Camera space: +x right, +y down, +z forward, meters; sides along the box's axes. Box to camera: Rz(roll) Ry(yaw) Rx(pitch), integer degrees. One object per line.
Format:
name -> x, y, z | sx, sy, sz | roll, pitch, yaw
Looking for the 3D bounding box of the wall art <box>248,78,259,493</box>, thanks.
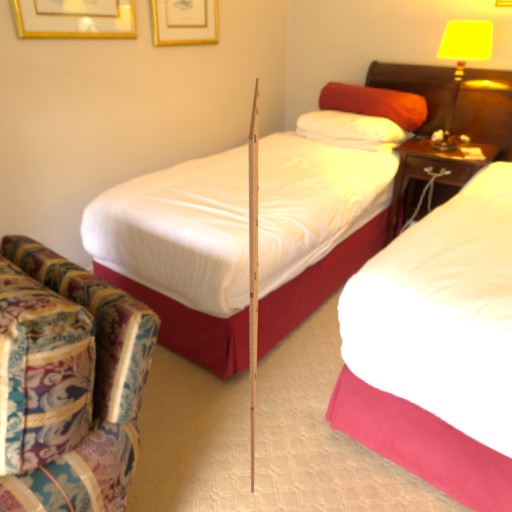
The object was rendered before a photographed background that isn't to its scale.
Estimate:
wall art -> 0.000, 0.000, 2.258 | 0.019, 1.532, 1.533 | 0, 28, 1
